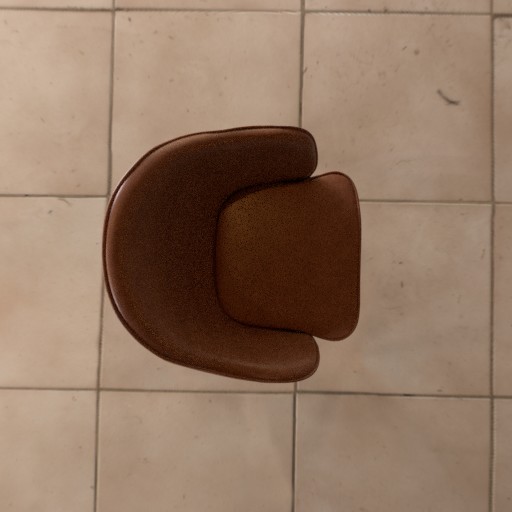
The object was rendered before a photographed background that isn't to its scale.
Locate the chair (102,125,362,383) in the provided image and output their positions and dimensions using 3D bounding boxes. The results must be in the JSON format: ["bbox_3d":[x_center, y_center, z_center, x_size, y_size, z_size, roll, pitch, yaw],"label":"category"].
[{"bbox_3d":[0.000,0.000,1.220,0.580,0.785,0.582,0,88,0],"label":"chair"}]
